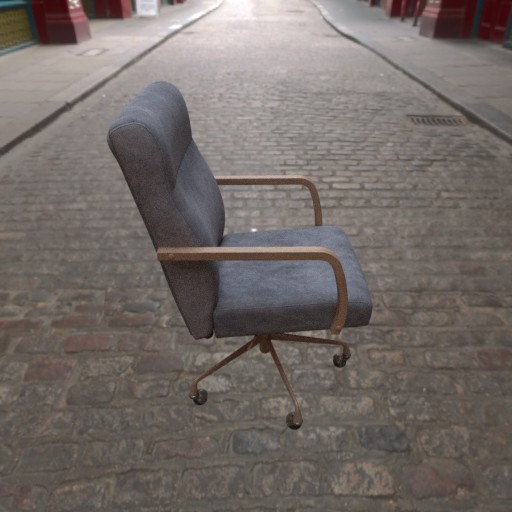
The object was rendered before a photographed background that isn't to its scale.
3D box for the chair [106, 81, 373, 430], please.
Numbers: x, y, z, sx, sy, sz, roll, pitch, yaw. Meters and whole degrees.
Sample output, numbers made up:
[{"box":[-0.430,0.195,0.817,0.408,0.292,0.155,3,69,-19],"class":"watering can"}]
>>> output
[{"box":[0.000,0.000,1.481,0.741,1.029,0.640,0,32,-1],"class":"chair"}]
